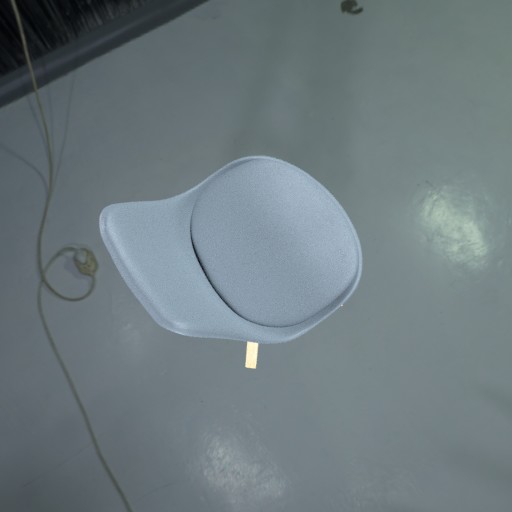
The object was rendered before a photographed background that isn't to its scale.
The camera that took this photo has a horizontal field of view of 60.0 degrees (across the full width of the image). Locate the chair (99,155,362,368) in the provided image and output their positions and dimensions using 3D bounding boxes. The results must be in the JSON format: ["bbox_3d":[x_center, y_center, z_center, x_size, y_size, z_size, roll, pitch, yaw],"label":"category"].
[{"bbox_3d":[0.000,0.000,1.196,0.549,0.850,0.485,-34,77,-9],"label":"chair"}]
